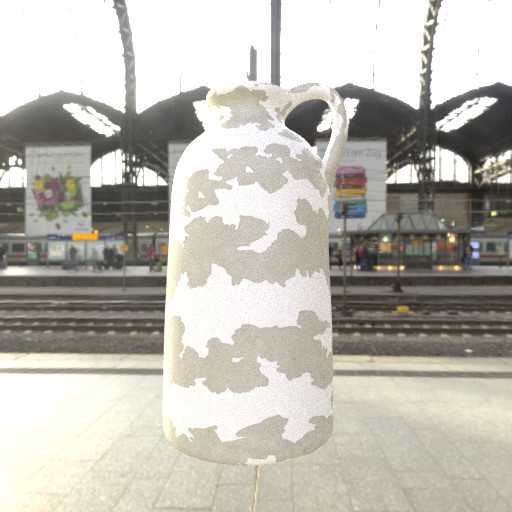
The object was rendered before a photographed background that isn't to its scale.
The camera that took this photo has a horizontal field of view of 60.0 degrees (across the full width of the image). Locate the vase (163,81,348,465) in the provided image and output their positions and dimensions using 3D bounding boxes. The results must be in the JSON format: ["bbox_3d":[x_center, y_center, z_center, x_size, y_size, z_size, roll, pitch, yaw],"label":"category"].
[{"bbox_3d":[0.000,0.000,0.490,0.203,0.382,0.186,0,0,1],"label":"vase"}]
